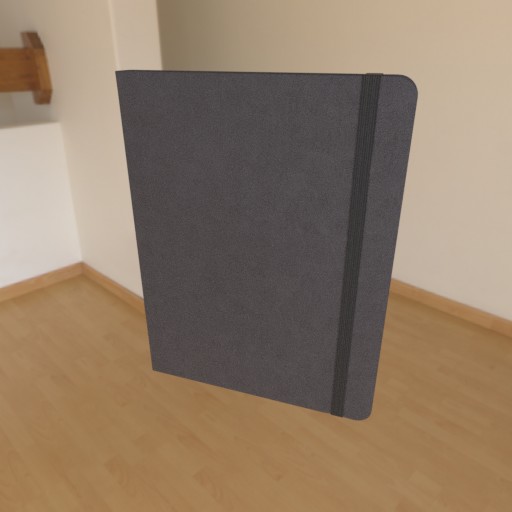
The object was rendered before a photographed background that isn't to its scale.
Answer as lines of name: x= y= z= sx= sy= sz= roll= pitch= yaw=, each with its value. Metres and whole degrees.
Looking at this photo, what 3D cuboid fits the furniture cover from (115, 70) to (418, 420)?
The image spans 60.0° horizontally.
furniture cover: x=0.000 y=0.000 z=0.366 sx=0.216 sy=0.281 sz=0.023 roll=8 pitch=26 yaw=17
